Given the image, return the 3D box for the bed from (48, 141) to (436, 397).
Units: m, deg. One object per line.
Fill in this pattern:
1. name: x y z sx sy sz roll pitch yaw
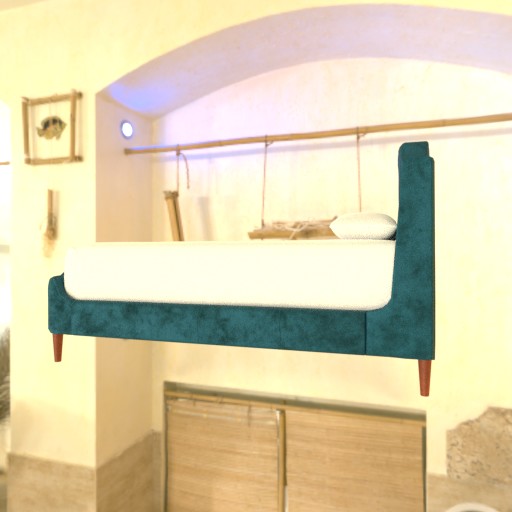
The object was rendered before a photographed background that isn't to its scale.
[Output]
1. bed: 0.000 0.000 3.234 2.322 1.338 1.678 0 0 18
